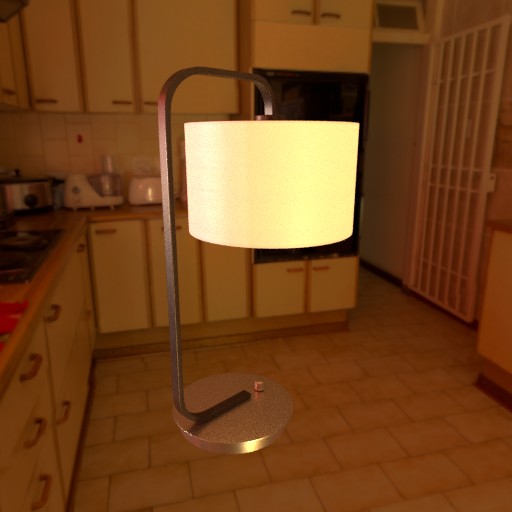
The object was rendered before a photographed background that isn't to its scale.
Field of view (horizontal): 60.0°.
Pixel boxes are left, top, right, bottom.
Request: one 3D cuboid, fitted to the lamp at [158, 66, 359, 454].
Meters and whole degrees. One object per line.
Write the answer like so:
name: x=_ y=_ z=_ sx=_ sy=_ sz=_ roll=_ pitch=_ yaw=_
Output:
lamp: x=0.000 y=0.000 z=0.621 sx=0.288 sy=0.473 sz=0.230 roll=-14 pitch=21 yaw=-43
